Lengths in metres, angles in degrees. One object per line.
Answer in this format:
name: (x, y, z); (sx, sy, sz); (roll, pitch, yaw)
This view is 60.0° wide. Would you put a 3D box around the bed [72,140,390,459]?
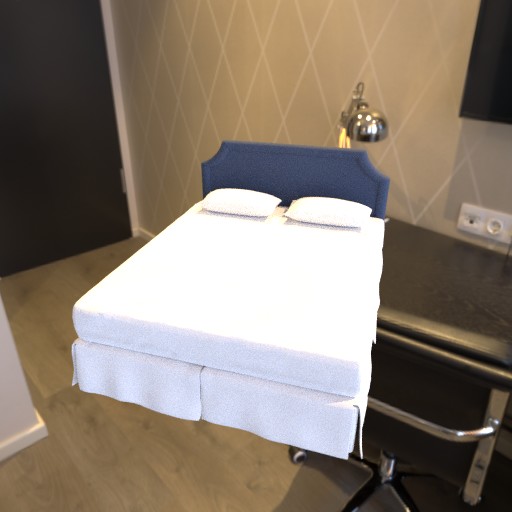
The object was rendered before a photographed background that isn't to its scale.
bed: (0.000, 0.000, 4.137); (2.350, 1.488, 2.773); (8, 28, 15)
